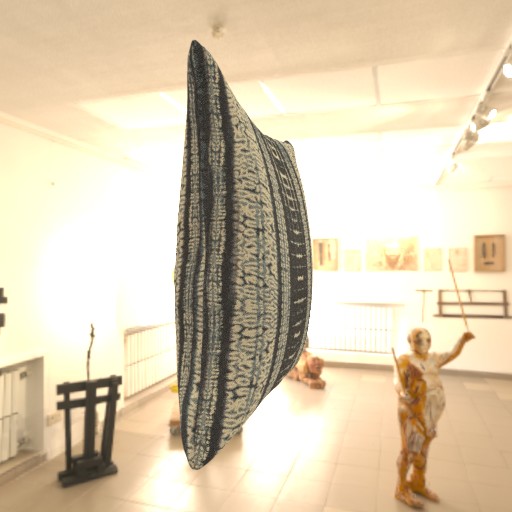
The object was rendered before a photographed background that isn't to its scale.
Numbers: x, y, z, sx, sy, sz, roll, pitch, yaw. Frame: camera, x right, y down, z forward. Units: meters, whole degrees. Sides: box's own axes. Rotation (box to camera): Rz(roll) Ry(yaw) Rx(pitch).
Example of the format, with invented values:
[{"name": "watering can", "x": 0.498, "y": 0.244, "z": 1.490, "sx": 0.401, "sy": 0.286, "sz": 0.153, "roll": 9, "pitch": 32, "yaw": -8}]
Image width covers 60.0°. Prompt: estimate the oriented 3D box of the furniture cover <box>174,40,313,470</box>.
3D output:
[{"name": "furniture cover", "x": 0.000, "y": 0.000, "z": 0.645, "sx": 0.133, "sy": 0.435, "sz": 0.425, "roll": 0, "pitch": 0, "yaw": 17}]
